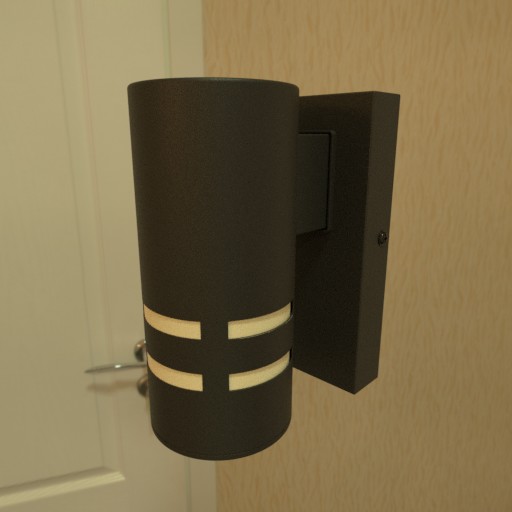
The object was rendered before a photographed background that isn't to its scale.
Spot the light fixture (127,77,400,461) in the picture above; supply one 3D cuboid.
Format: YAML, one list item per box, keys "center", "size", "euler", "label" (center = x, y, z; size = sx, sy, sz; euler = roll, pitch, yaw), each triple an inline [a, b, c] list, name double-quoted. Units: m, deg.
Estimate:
- center: [0.000, 0.000, 0.255]
  size: [0.098, 0.179, 0.138]
  euler: [14, 21, 42]
  label: "light fixture"
